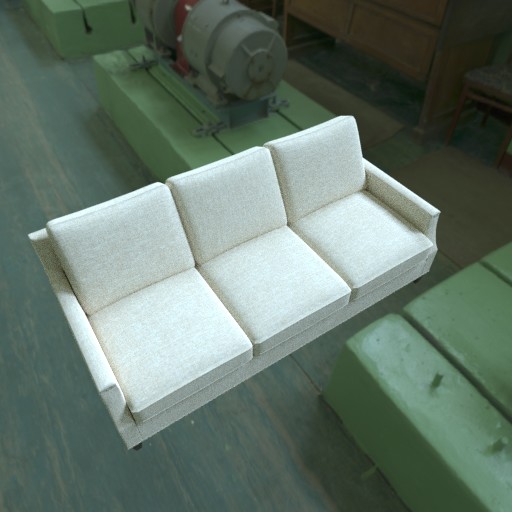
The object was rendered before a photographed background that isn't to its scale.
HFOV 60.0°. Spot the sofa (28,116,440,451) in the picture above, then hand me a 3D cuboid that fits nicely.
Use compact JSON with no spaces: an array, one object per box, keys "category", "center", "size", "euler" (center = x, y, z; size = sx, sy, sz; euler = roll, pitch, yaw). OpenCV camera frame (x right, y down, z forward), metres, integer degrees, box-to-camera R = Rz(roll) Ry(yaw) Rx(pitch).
[{"category":"sofa","center":[0.000,0.000,2.695],"size":[2.210,0.940,1.041],"euler":[-25,51,-22]}]
